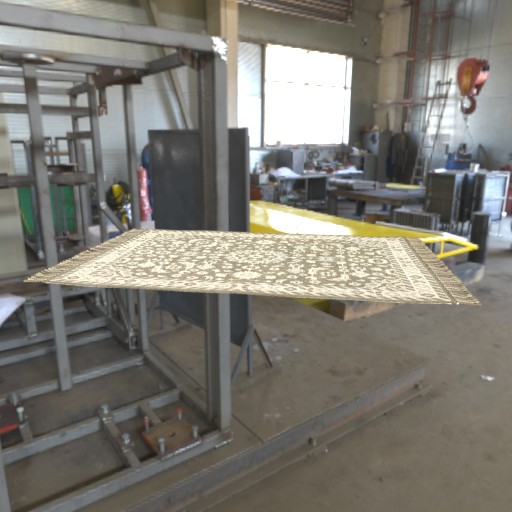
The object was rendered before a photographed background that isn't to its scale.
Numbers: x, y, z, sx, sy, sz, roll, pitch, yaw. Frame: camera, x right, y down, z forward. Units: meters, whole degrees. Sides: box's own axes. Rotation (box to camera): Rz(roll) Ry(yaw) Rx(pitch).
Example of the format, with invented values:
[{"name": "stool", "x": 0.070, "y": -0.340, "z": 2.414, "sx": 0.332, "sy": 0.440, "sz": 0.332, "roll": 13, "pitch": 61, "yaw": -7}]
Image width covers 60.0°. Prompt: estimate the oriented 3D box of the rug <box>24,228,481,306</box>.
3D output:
[{"name": "rug", "x": 0.000, "y": 0.000, "z": 3.023, "sx": 2.431, "sy": 0.025, "sz": 1.530, "roll": 2, "pitch": 15, "yaw": 8}]
